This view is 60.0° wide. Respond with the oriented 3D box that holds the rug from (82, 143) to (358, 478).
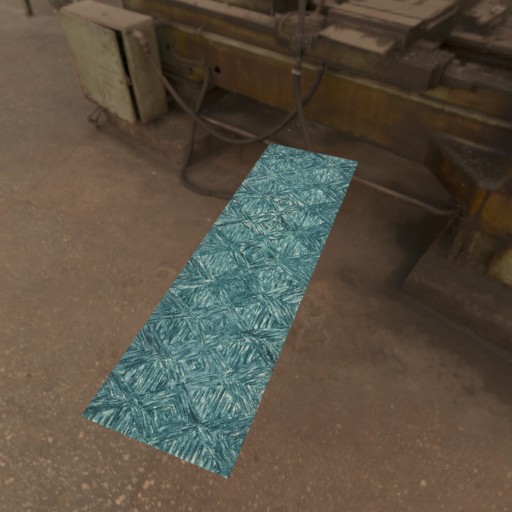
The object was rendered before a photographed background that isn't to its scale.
[{"bbox_3d":[0.000,0.000,2.516,0.676,0.016,2.286,16,48,15],"label":"rug"}]
